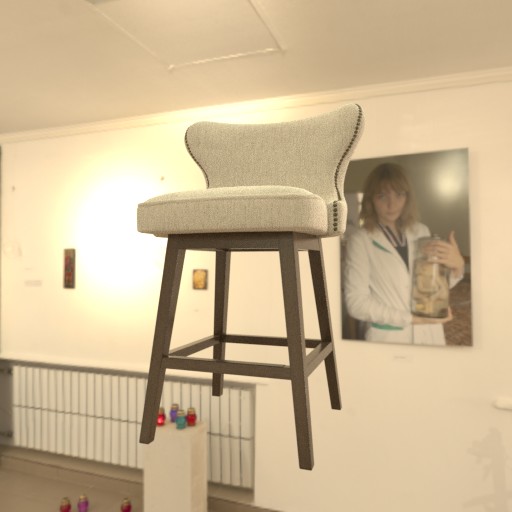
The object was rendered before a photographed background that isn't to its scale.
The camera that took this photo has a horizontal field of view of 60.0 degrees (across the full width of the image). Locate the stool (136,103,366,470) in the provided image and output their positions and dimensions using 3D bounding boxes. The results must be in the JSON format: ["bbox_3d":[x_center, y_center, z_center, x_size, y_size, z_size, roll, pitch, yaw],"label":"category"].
[{"bbox_3d":[0.000,0.000,1.323,0.615,0.972,0.597,0,-1,20],"label":"stool"}]
